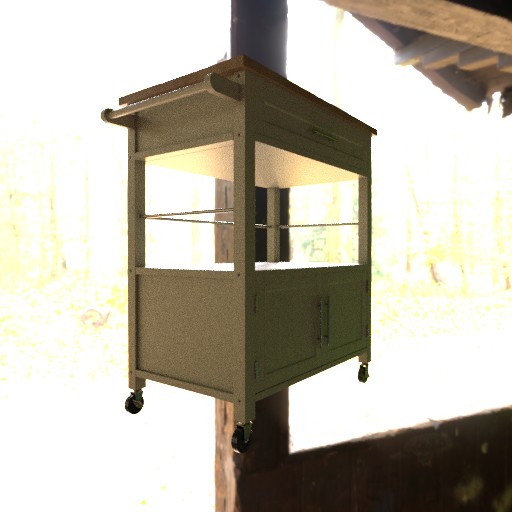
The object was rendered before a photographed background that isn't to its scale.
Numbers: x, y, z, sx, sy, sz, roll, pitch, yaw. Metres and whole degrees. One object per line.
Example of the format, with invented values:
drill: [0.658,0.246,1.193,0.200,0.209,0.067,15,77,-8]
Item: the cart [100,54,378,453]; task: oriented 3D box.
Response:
cart: [0.000,0.000,1.394,0.459,0.901,0.840,0,1,37]
